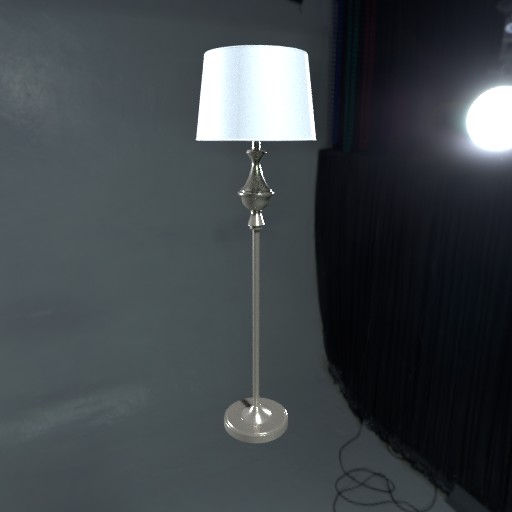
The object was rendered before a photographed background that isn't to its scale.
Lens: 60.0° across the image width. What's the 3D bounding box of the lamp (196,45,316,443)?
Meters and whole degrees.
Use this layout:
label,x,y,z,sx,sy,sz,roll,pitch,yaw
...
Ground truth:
label,x,y,z,sx,sy,sz,roll,pitch,yaw
lamp,0.000,0.000,1.716,0.431,1.488,0.431,0,15,0
